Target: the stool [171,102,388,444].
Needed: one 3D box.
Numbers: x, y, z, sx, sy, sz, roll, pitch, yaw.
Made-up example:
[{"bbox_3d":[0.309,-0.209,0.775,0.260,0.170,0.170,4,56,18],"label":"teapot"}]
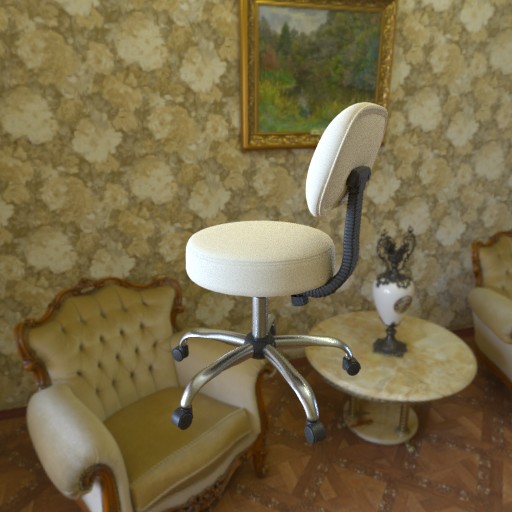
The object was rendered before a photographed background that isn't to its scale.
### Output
[{"bbox_3d":[0.000,0.000,1.251,0.616,0.810,0.609,9,19,26],"label":"stool"}]
